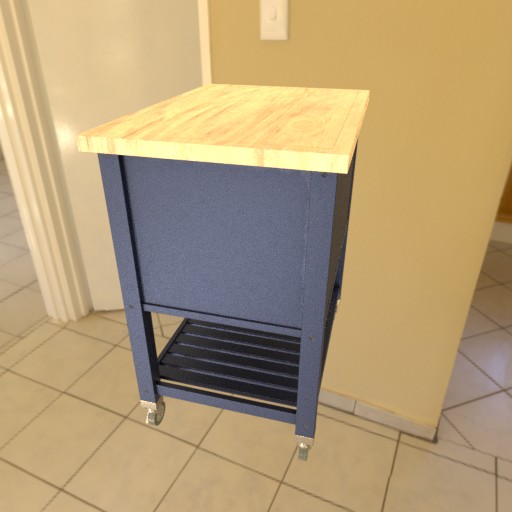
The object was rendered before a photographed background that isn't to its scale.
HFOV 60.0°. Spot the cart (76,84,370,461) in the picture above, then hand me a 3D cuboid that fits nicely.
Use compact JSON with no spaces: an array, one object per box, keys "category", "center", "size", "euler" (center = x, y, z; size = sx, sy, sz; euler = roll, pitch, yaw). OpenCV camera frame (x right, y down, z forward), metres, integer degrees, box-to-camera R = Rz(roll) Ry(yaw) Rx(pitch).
[{"category":"cart","center":[0.000,0.000,1.423],"size":[0.567,0.920,0.797],"euler":[8,30,13]}]
